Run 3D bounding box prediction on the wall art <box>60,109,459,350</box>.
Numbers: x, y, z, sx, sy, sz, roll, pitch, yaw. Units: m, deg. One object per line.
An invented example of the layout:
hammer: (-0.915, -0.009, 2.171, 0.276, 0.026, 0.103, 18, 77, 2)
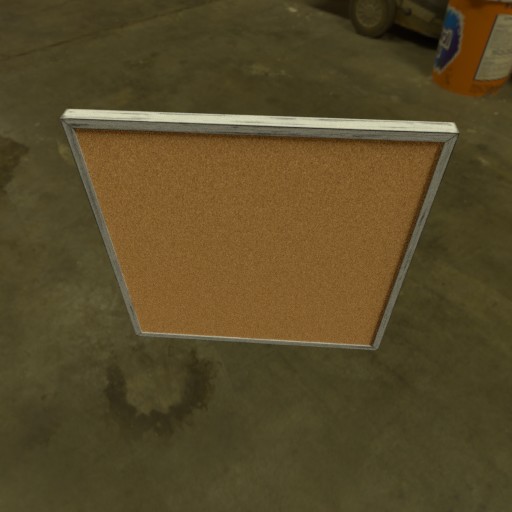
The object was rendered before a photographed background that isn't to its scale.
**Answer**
wall art: (0.000, 0.000, 1.130, 0.761, 0.761, 0.037, 3, 47, 3)
